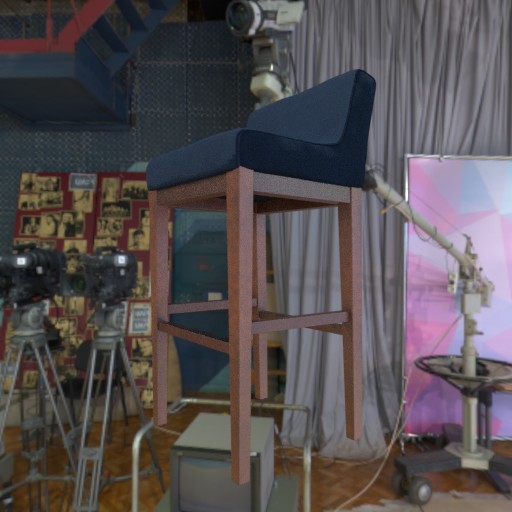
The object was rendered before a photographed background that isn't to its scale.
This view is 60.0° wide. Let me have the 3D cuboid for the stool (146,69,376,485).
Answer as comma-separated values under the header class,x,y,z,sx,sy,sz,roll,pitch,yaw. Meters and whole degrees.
class,x,y,z,sx,sy,sz,roll,pitch,yaw
stool,0.000,0.000,1.312,0.500,1.037,0.511,-1,1,-37
